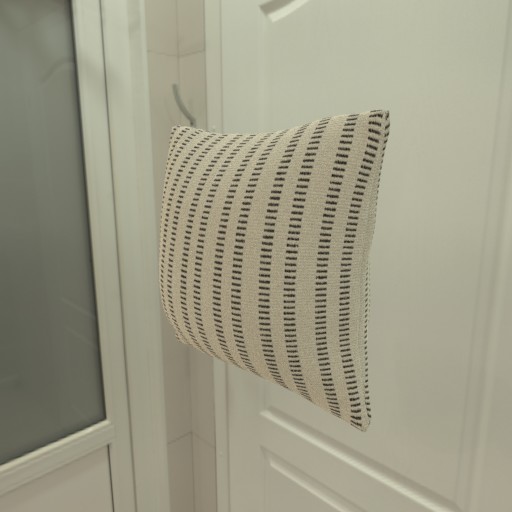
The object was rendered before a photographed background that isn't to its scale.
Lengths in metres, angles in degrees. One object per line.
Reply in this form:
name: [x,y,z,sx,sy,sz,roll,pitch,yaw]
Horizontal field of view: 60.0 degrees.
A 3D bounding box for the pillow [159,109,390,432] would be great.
pillow: [0.000,0.000,0.705,0.247,0.419,0.438,-12,18,-43]
